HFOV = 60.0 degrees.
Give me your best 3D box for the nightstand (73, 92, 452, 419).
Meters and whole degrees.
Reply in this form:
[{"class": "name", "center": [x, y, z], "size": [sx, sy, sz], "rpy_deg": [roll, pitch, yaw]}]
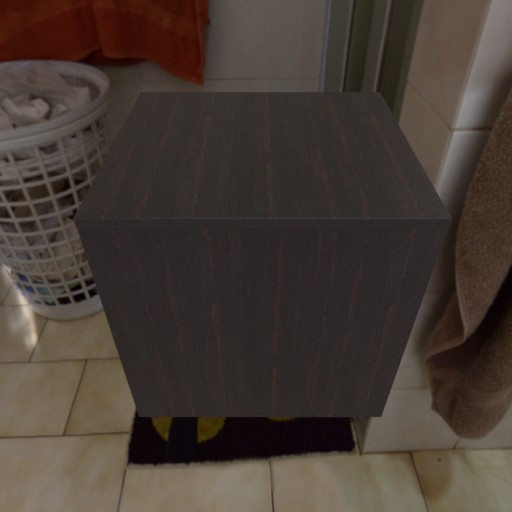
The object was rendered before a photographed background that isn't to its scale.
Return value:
[{"class": "nightstand", "center": [0.000, 0.000, 0.822], "size": [0.461, 0.460, 0.400], "rpy_deg": [0, 41, 0]}]
